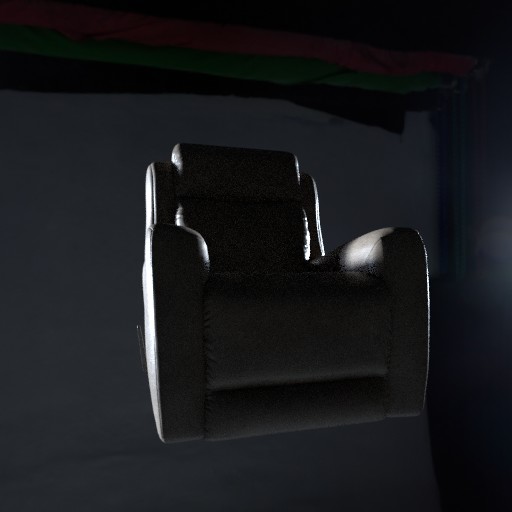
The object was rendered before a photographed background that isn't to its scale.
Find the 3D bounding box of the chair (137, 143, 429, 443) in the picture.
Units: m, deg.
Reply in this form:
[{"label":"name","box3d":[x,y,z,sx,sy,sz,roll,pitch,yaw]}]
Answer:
[{"label":"chair","box3d":[0.000,0.000,1.858,0.967,1.116,1.068,0,-1,-16]}]
